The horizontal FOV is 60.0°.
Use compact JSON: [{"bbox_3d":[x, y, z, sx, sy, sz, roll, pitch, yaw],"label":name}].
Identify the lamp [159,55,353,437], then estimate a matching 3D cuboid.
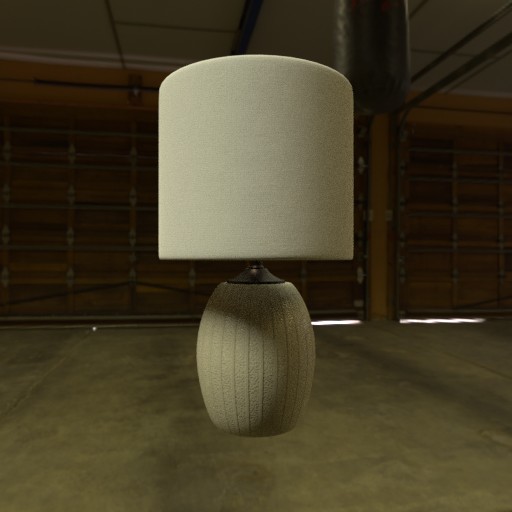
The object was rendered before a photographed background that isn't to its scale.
[{"bbox_3d":[0.000,0.000,0.766,0.329,0.570,0.329,0,0,35],"label":"lamp"}]
